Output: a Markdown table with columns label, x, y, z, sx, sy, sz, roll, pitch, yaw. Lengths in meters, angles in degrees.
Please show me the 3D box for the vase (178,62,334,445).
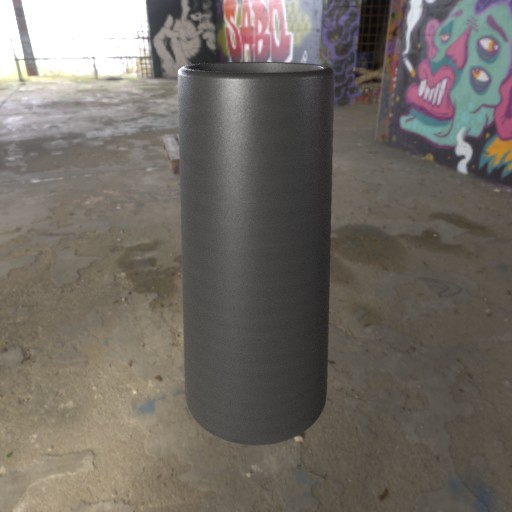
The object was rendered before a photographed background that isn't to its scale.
| label | x | y | z | sx | sy | sz | roll | pitch | yaw |
| --- | --- | --- | --- | --- | --- | --- | --- | --- | --- |
| vase | 0.000 | 0.000 | 0.367 | 0.136 | 0.289 | 0.136 | 0 | 27 | 0 |
